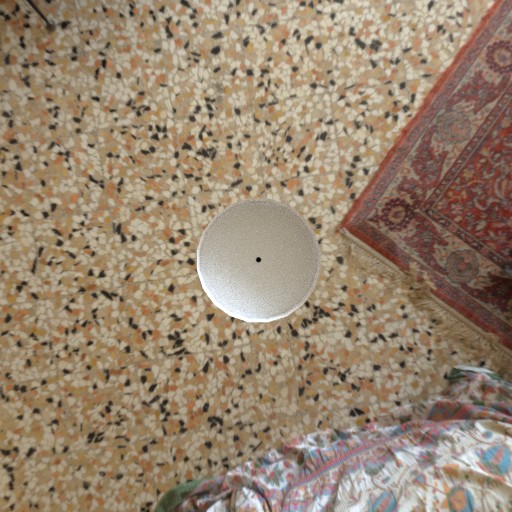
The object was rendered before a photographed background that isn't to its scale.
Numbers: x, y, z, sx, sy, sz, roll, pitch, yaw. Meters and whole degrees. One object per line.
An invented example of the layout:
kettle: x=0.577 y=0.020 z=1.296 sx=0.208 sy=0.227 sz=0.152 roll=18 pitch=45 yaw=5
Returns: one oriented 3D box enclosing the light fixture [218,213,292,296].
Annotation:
light fixture: x=0.000 y=0.000 z=1.927 sx=0.431 sy=1.764 sz=0.487 roll=0 pitch=91 yaw=0
